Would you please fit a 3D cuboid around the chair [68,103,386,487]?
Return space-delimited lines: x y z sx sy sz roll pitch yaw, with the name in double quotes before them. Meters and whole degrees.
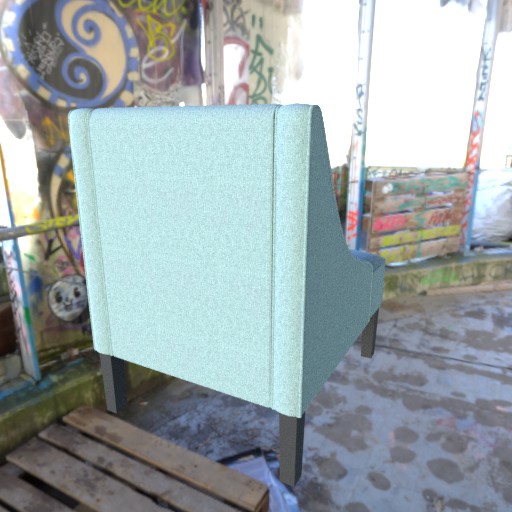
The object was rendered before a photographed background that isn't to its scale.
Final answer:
"chair" 0.000 0.000 1.815 0.857 1.133 1.025 9 19 28
